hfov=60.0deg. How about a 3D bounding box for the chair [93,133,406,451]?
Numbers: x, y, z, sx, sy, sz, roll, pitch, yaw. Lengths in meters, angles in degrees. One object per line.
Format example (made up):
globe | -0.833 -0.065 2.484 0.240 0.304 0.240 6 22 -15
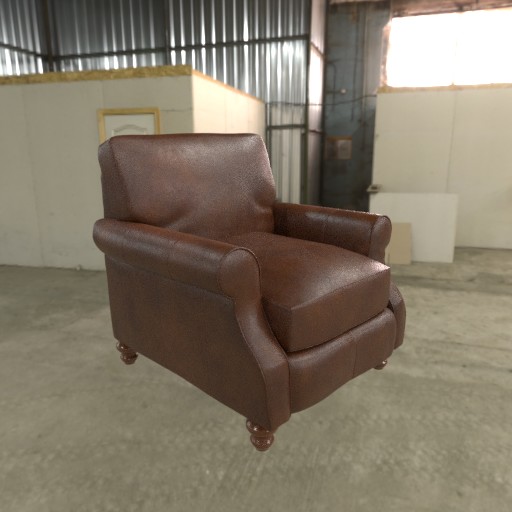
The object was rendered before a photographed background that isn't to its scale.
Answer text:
chair | 0.000 0.000 1.779 0.992 0.972 0.989 13 19 43
